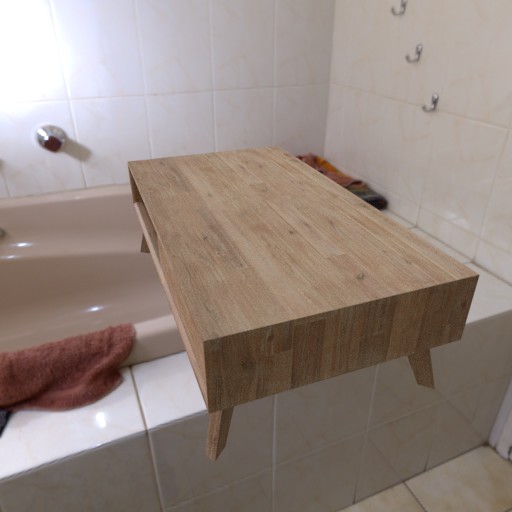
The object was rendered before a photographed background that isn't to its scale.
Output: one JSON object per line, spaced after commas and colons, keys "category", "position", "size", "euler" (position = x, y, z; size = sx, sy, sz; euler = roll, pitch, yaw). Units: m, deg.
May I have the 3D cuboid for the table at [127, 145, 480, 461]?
{"category": "table", "position": [0.000, 0.000, 2.058], "size": [0.918, 0.531, 1.619], "euler": [-11, 31, -18]}
